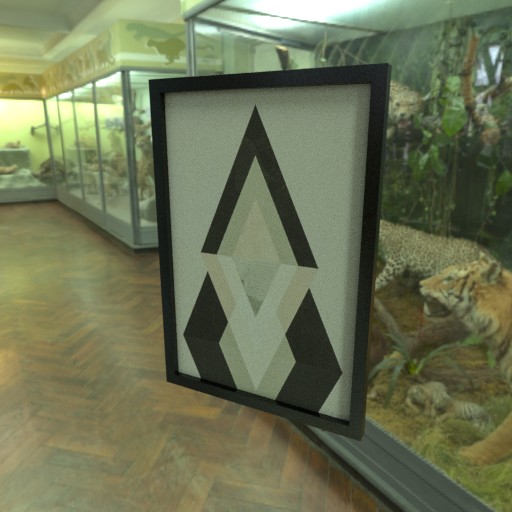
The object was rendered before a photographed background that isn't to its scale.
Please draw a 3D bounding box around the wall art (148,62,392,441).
[{"bbox_3d":[0.000,0.000,0.591,0.314,0.455,0.019,8,17,26],"label":"wall art"}]
